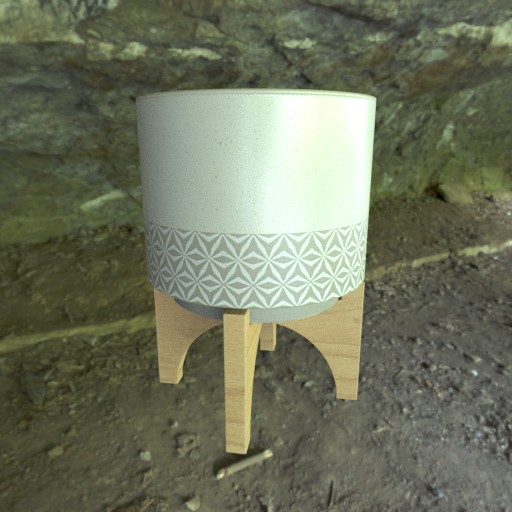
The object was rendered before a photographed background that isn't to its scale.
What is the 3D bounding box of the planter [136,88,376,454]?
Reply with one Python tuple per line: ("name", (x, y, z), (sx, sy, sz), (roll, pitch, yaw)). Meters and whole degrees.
("planter", (0.000, 0.000, 0.392), (0.188, 0.260, 0.188), (0, 15, 0))
